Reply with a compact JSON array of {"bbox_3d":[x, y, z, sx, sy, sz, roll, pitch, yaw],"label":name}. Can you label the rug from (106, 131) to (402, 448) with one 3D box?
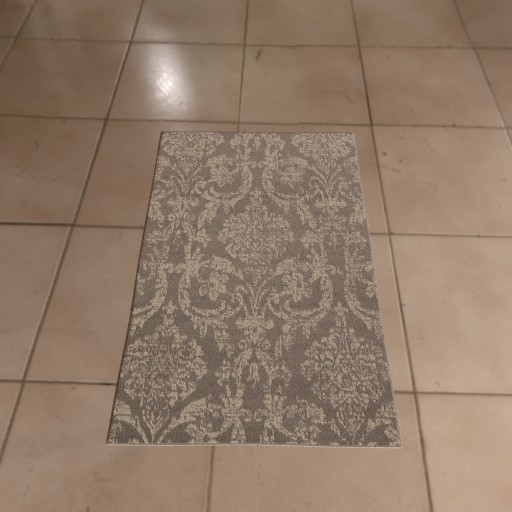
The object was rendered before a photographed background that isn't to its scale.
[{"bbox_3d":[0.000,0.000,2.283,1.206,0.012,1.824,0,58,0],"label":"rug"}]
